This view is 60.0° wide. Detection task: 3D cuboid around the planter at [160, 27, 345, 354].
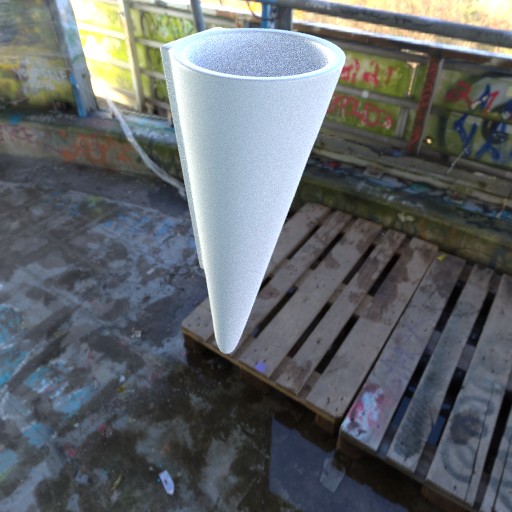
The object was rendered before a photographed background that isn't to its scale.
[{"bbox_3d":[0.000,0.000,0.220,0.064,0.193,0.057,26,47,26],"label":"planter"}]
